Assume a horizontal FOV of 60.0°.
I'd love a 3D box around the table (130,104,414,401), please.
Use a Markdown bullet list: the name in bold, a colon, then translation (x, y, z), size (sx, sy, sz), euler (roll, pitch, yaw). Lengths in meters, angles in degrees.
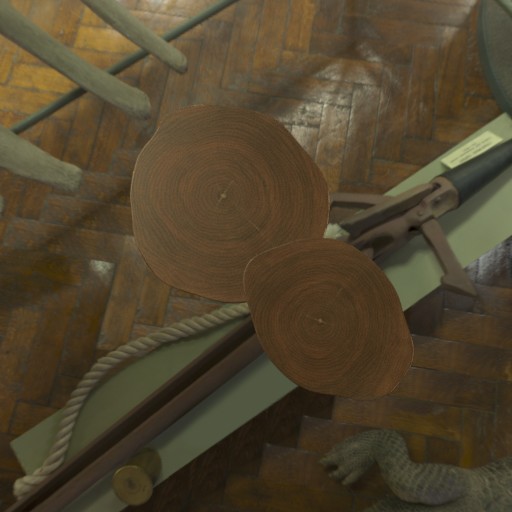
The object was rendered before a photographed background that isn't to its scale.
- **table**: translation (0.000, 0.000, 1.085), size (0.442, 0.538, 0.759), euler (-34, 79, -7)
